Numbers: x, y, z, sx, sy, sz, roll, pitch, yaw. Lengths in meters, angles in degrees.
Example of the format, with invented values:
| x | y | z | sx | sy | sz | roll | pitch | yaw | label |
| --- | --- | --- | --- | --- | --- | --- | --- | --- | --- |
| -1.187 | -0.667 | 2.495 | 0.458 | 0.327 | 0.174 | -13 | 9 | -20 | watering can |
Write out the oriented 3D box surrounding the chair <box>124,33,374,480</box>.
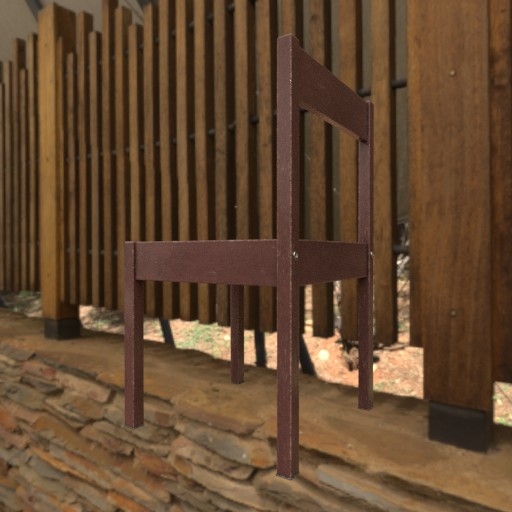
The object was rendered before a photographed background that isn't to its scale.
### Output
| x | y | z | sx | sy | sz | roll | pitch | yaw | label |
| --- | --- | --- | --- | --- | --- | --- | --- | --- | --- |
| 0.000 | 0.000 | 0.695 | 0.285 | 0.505 | 0.285 | 0 | 1 | 33 | chair |
